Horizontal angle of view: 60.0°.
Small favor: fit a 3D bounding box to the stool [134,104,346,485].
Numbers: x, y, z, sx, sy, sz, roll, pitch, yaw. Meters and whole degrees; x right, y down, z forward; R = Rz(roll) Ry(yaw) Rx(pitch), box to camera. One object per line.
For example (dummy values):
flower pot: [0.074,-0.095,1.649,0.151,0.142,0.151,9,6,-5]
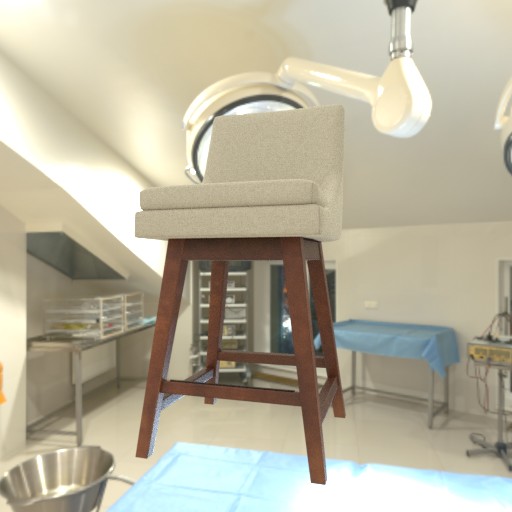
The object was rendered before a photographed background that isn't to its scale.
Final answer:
stool: [0.000,0.000,1.270,0.469,0.991,0.559,0,0,17]
